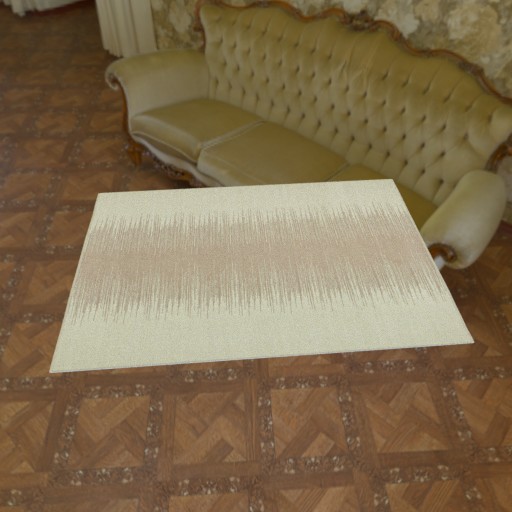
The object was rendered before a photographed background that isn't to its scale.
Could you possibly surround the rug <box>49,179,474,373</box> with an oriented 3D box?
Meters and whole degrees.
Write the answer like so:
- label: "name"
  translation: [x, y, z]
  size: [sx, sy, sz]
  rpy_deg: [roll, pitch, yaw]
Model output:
- label: "rug"
  translation: [0.000, 0.000, 2.344]
  size: [1.850, 0.006, 1.234]
  rpy_deg: [-3, 45, -3]
